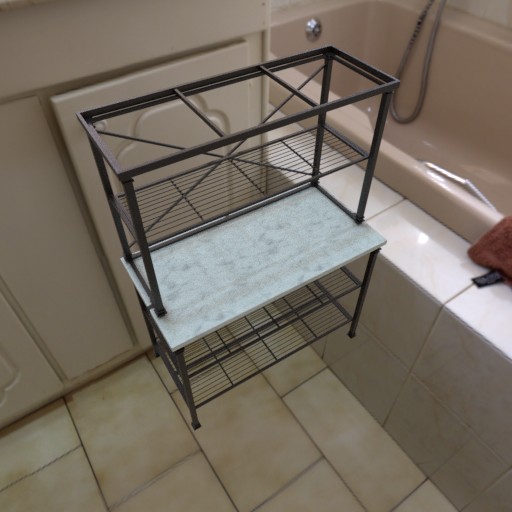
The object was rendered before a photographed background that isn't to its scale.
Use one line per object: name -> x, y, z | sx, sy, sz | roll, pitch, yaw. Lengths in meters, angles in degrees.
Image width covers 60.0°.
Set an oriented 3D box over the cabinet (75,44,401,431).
cabinet -> 0.000, 0.000, 2.264 | 1.210, 1.659, 0.610 | -24, 51, -21
